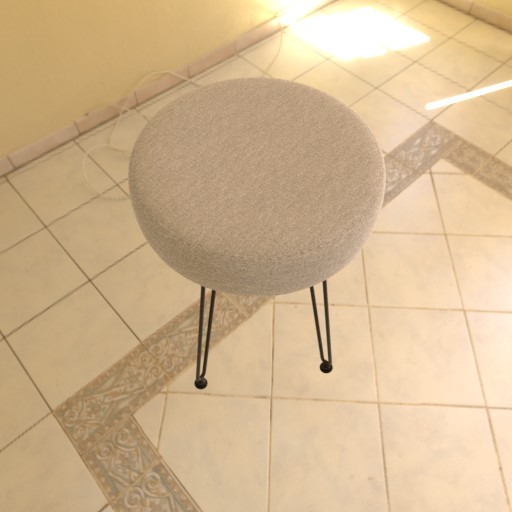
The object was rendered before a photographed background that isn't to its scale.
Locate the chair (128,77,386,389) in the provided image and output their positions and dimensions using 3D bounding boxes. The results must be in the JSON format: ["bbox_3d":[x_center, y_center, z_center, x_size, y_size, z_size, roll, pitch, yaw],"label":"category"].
[{"bbox_3d":[0.000,0.000,0.679,0.350,0.440,0.350,33,63,19],"label":"chair"}]
